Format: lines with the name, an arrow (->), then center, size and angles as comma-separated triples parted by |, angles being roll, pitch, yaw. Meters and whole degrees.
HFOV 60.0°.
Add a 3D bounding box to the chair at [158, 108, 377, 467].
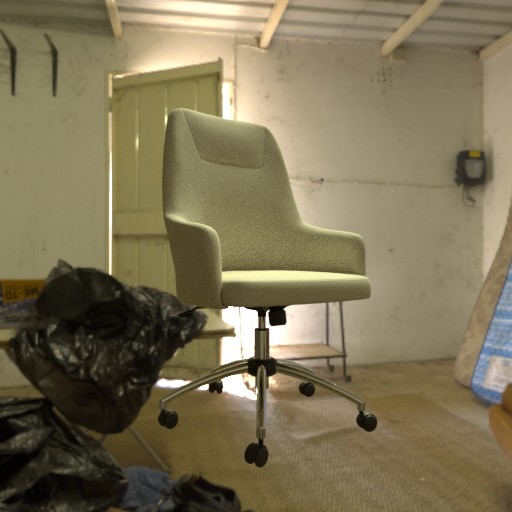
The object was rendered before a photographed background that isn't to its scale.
chair -> 0.000, 0.000, 1.465 | 0.620, 1.049, 0.640 | 1, -1, -35
